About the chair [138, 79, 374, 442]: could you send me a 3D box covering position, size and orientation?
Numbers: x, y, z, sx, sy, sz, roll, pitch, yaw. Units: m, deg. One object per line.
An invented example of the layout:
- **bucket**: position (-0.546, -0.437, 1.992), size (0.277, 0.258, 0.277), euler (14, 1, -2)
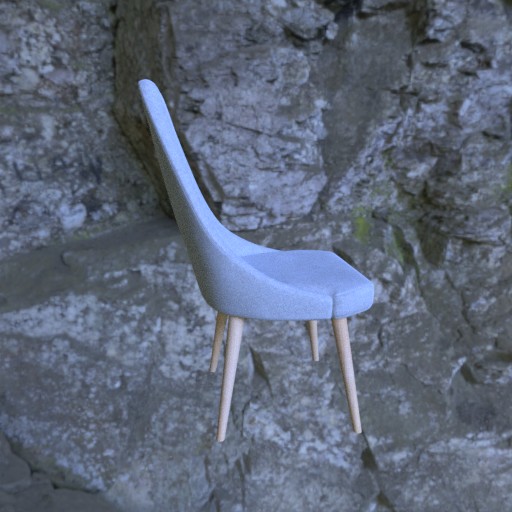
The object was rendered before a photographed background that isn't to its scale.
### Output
- **chair**: position (0.000, 0.000, 1.431), size (0.660, 1.040, 0.510), euler (-2, 15, -8)
